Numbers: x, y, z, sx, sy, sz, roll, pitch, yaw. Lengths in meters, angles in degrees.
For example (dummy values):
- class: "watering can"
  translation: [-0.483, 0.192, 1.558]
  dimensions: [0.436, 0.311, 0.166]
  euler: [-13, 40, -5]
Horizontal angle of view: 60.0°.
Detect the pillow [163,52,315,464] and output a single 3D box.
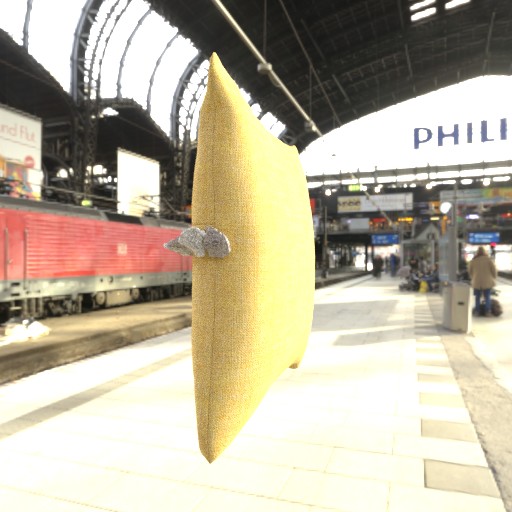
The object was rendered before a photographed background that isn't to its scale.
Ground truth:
- class: "pillow"
  translation: [0.000, 0.000, 0.742]
  dimensions: [0.167, 0.481, 0.485]
  euler: [0, 0, 17]
